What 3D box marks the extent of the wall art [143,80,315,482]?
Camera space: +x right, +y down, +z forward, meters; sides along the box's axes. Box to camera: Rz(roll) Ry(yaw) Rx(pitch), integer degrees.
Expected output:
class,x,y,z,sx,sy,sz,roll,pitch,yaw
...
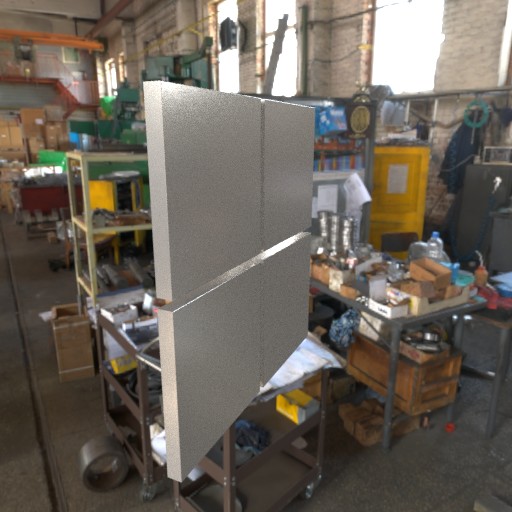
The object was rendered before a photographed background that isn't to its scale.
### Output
class,x,y,z,sx,sy,sz,roll,pitch,yaw
wall art,0.000,0.000,0.912,0.029,0.611,0.611,7,17,25
